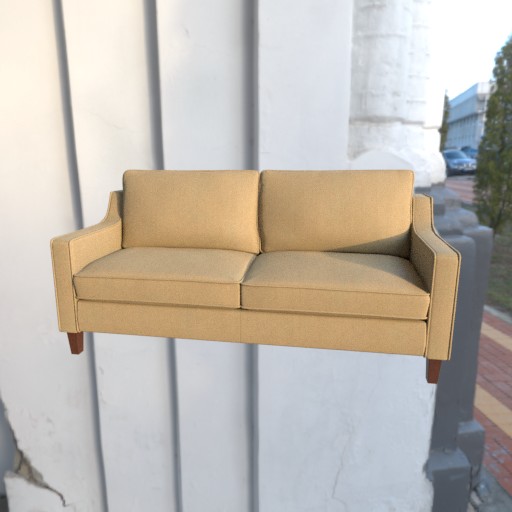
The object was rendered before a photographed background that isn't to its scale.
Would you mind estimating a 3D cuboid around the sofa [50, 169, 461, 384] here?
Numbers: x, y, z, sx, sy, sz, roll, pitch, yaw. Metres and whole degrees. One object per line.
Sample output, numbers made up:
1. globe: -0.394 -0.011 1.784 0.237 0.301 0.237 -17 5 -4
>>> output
1. sofa: 0.000 0.000 2.822 2.178 1.071 1.066 2 14 9
